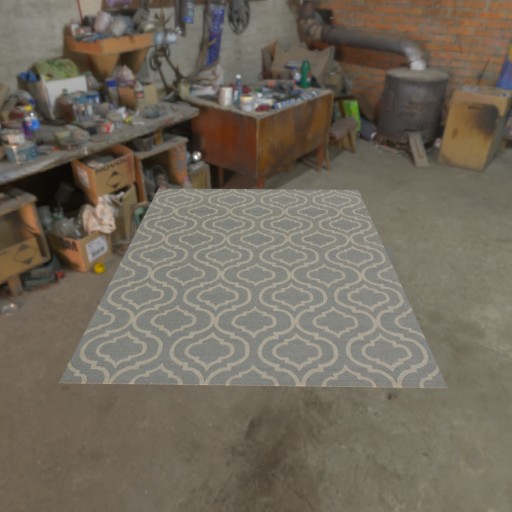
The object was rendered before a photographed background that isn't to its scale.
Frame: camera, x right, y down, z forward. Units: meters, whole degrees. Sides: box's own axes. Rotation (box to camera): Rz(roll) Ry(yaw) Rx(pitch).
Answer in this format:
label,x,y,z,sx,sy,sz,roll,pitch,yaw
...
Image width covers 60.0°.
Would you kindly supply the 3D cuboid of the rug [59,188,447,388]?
label,x,y,z,sx,sy,sz,roll,pitch,yaw
rug,0.000,0.000,3.835,2.283,0.006,2.892,1,32,1
